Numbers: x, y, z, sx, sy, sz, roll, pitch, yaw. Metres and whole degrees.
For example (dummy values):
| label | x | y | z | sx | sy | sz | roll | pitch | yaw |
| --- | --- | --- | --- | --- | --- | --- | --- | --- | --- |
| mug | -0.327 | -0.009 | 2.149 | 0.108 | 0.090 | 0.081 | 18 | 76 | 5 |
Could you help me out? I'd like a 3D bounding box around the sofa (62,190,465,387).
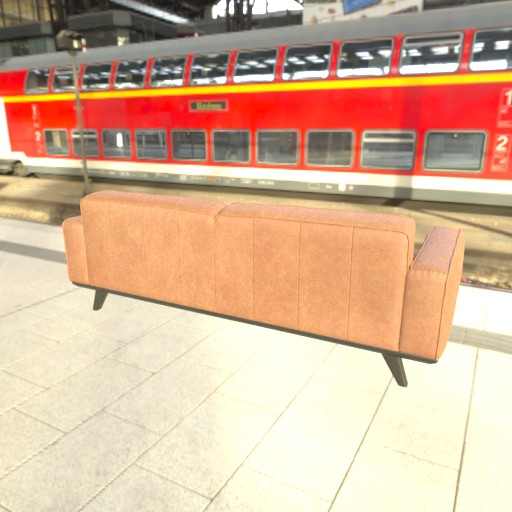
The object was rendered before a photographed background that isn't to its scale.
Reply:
| label | x | y | z | sx | sy | sz | roll | pitch | yaw |
| --- | --- | --- | --- | --- | --- | --- | --- | --- | --- |
| sofa | 0.000 | 0.000 | 2.701 | 2.270 | 0.780 | 0.953 | 8 | 18 | 26 |
